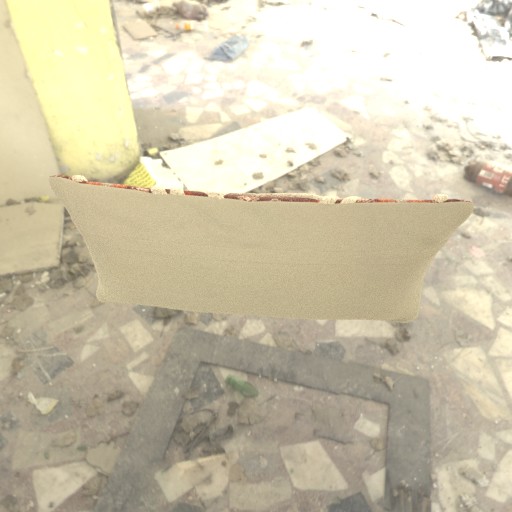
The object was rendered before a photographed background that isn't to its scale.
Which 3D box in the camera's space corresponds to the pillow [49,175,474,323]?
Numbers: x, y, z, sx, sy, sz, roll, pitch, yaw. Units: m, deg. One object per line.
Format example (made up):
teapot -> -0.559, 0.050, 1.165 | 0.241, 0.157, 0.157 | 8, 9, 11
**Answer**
pillow -> 0.000, 0.000, 0.733 | 0.608, 0.295, 0.161 | 3, 47, 3
